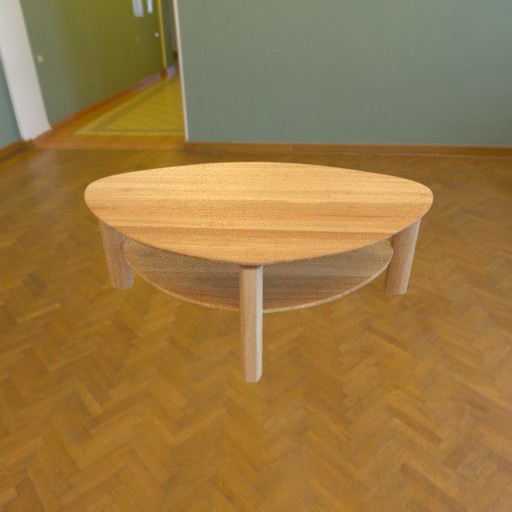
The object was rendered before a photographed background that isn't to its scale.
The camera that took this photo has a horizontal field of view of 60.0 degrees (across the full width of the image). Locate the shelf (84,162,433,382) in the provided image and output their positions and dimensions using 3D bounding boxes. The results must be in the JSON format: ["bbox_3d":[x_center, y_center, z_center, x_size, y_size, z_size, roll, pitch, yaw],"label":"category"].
[{"bbox_3d":[0.000,0.000,1.618,1.246,0.440,0.845,1,29,2],"label":"shelf"}]
